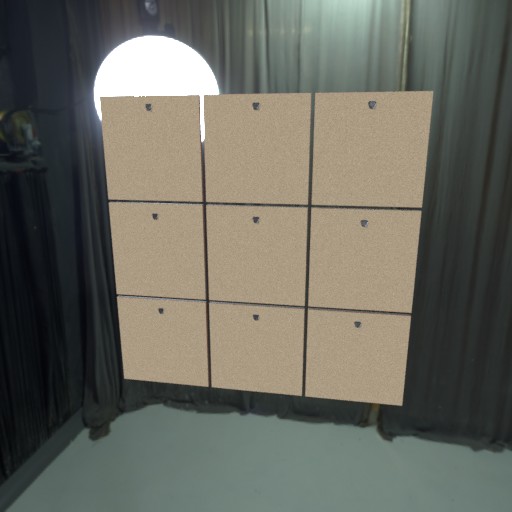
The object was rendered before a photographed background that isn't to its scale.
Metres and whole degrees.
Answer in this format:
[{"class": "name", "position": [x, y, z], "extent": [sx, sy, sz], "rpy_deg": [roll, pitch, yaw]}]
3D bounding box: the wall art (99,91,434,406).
[{"class": "wall art", "position": [0.000, 0.000, 1.311], "extent": [0.906, 0.904, 0.018], "rpy_deg": [3, 16, 10]}]
